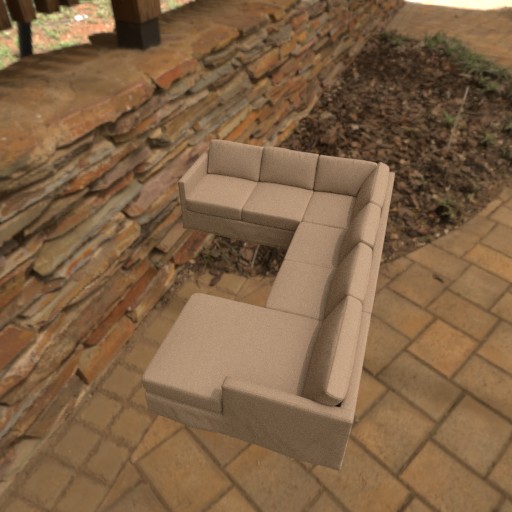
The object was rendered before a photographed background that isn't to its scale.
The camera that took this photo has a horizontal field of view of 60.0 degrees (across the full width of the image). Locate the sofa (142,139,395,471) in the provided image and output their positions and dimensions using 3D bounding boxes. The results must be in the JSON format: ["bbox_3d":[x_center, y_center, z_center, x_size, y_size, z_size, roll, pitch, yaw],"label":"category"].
[{"bbox_3d":[0.000,0.000,4.546,2.427,0.882,3.460,12,41,14],"label":"sofa"}]
